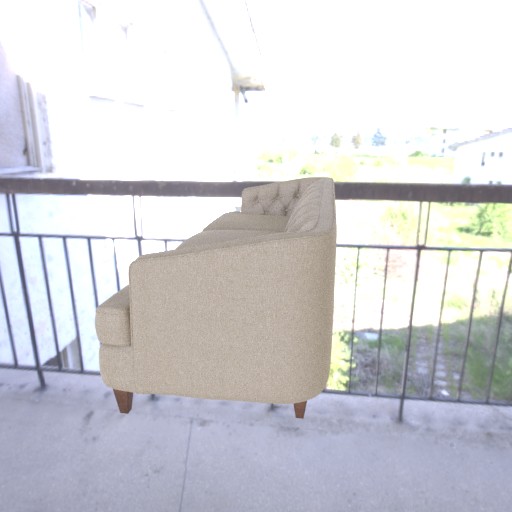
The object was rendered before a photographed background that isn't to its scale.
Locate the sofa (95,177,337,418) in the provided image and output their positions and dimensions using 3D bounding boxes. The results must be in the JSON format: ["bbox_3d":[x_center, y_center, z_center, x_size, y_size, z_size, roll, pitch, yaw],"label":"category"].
[{"bbox_3d":[0.000,0.000,2.658,0.913,0.788,2.235,2,16,9],"label":"sofa"}]
